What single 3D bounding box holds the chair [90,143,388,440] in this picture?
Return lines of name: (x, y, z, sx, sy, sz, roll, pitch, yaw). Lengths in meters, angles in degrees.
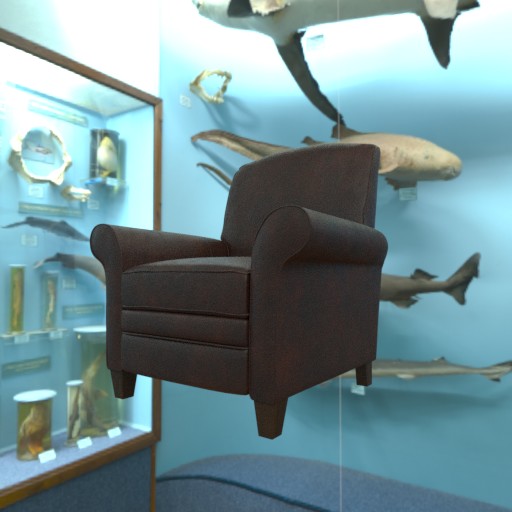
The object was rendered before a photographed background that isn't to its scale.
chair: (0.000, 0.000, 1.794, 0.978, 1.061, 0.902, -1, -2, 36)
